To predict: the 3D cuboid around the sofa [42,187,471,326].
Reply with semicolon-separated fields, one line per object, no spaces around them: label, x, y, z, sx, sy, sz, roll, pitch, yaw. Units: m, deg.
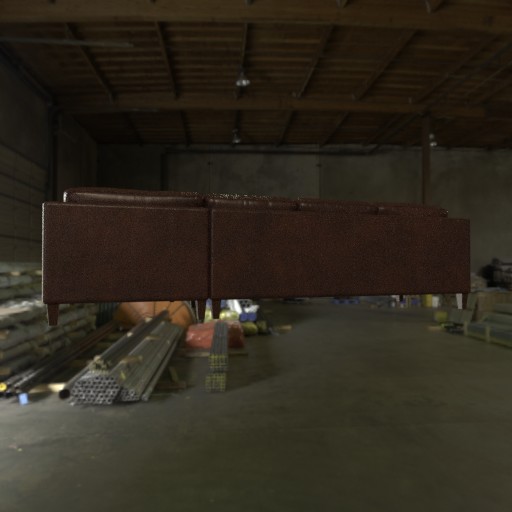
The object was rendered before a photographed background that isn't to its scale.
sofa;0.000;0.000;3.878;3.203;0.883;1.581;0;-1;-18
